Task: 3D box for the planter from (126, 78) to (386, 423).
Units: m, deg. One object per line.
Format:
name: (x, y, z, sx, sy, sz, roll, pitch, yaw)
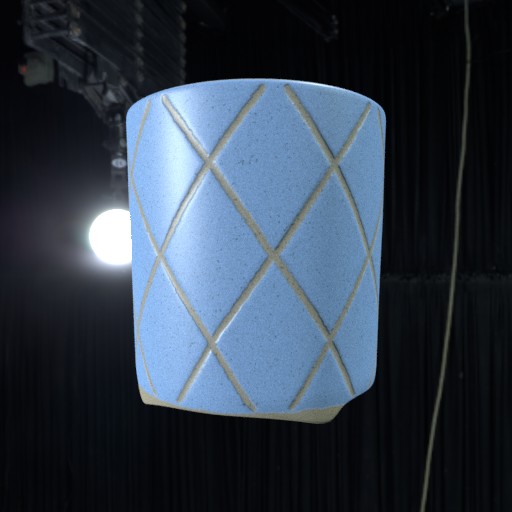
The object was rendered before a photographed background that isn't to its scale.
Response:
planter: (0.000, 0.000, 0.341, 0.191, 0.200, 0.191, 0, 1, 0)
